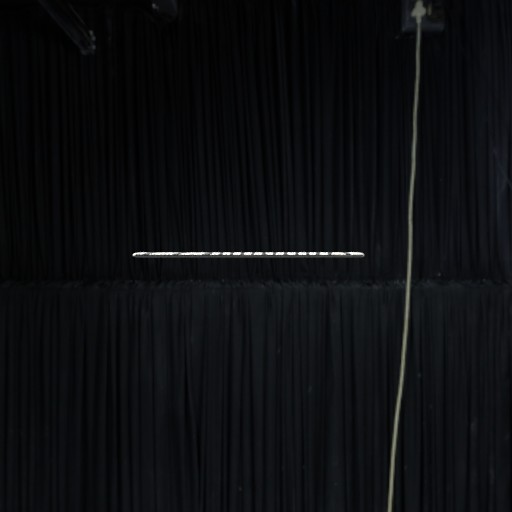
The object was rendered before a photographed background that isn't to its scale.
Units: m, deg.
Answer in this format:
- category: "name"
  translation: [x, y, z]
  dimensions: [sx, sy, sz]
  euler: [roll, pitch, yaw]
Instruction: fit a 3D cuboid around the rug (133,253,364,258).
- category: "rug"
  translation: [0.000, 0.000, 2.690]
  dimensions: [0.773, 0.020, 2.439]
  euler: [0, 0, 1]
